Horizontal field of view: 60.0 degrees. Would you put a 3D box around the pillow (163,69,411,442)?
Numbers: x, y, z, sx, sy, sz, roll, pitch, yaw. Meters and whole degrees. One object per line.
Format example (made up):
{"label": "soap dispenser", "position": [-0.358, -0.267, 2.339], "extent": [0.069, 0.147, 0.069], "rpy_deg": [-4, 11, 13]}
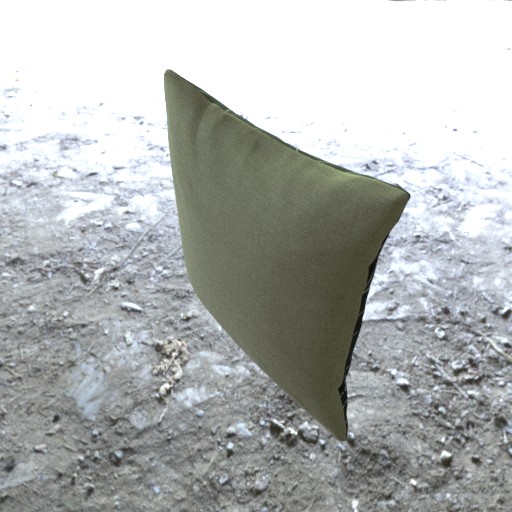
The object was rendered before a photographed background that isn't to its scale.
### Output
{"label": "pillow", "position": [0.000, 0.000, 0.771], "extent": [0.158, 0.508, 0.517], "rpy_deg": [-26, 47, -27]}
